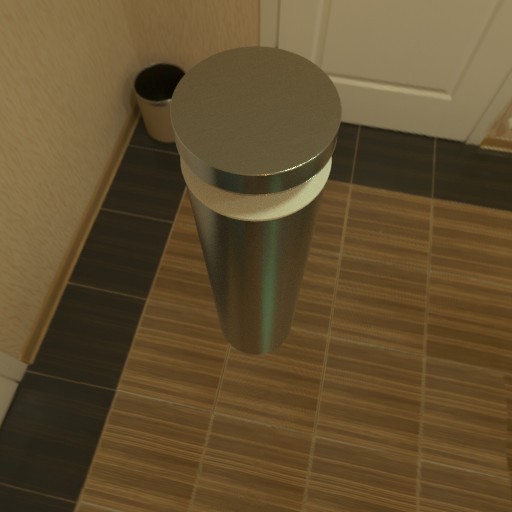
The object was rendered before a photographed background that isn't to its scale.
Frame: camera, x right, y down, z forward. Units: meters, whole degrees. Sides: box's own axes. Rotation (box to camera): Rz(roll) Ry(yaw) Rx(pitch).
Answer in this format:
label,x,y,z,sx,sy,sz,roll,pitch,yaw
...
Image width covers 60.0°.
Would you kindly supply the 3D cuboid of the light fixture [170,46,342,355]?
label,x,y,z,sx,sy,sz,roll,pitch,yaw
light fixture,0.000,0.000,0.438,0.102,0.400,0.102,-15,65,-7
